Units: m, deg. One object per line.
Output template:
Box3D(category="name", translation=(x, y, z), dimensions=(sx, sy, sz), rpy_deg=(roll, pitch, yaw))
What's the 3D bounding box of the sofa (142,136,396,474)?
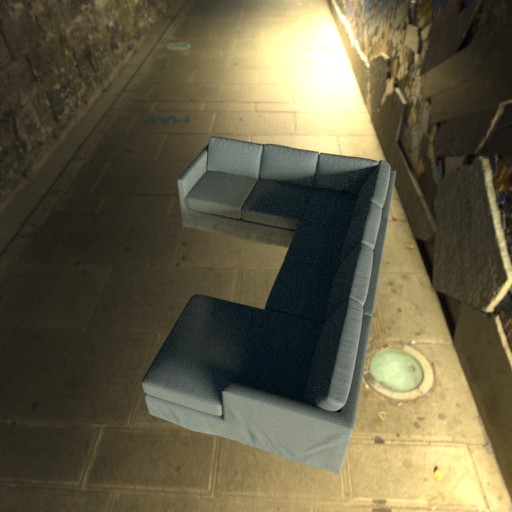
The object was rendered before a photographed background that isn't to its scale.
Box3D(category="sofa", translation=(0.000, 0.000, 4.514), dimensions=(2.427, 0.882, 3.460), rpy_deg=(12, 43, 13))
